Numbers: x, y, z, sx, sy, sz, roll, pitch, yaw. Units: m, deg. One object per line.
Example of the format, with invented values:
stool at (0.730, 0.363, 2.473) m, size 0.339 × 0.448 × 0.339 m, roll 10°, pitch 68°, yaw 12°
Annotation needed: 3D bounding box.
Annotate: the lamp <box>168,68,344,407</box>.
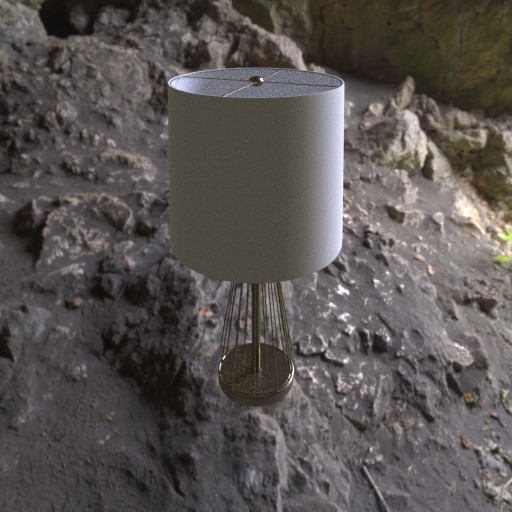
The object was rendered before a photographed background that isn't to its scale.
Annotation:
lamp at (0.000, 0.000, 0.813) m, size 0.303 × 0.618 × 0.303 m, roll 0°, pitch 31°, yaw 0°
